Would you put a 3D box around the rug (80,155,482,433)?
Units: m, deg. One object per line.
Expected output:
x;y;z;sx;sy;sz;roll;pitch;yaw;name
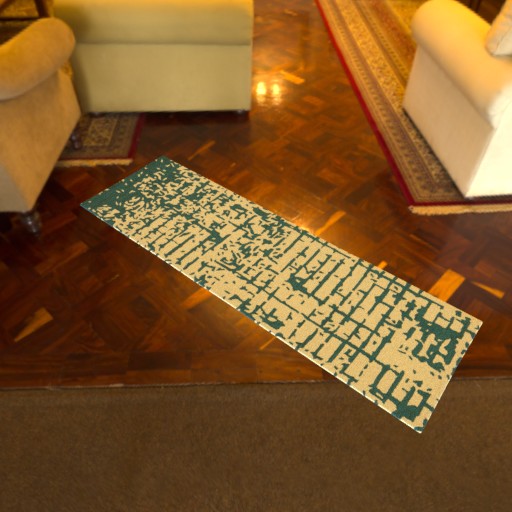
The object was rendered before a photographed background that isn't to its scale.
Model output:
0.000;0.000;2.639;2.435;0.011;0.750;30;53;26;rug
